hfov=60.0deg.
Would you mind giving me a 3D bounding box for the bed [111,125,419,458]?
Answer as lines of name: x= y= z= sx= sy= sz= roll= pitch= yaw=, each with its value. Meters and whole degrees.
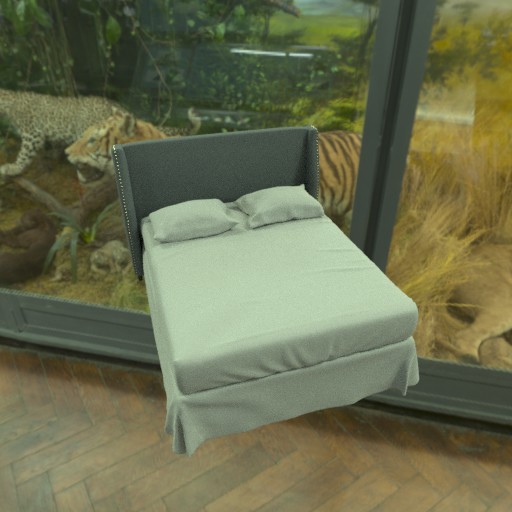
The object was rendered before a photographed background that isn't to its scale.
bed: x=0.000 y=0.000 z=3.521 sx=1.925 sy=1.332 sz=2.276 roll=-10 pitch=34 yaw=-15
